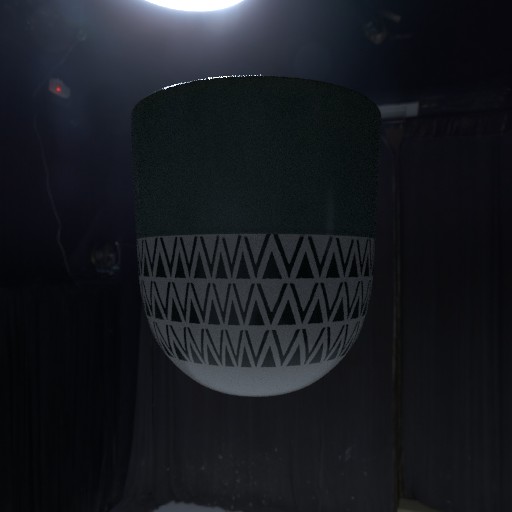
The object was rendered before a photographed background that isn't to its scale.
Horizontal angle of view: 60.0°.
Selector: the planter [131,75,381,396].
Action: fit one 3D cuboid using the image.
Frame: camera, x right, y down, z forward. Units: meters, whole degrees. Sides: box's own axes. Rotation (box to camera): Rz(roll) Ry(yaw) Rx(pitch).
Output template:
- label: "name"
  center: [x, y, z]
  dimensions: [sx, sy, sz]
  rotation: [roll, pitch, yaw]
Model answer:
- label: "planter"
  center: [0.000, 0.000, 0.362]
  dimensions: [0.198, 0.214, 0.198]
  rotation: [0, -1, 0]
